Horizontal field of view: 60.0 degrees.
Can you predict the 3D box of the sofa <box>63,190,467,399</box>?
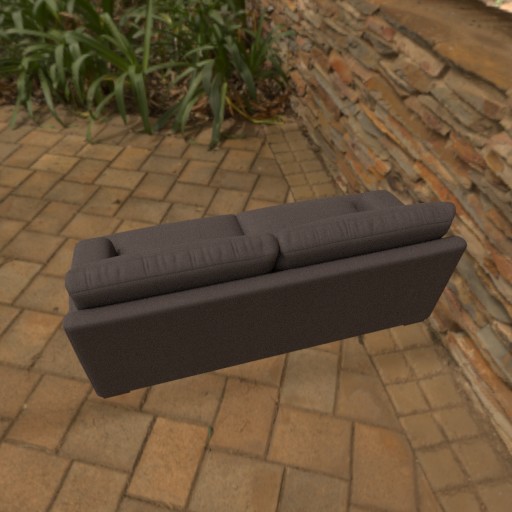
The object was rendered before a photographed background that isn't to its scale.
[{"bbox_3d":[0.000,0.000,2.882,2.271,0.950,1.140,-11,42,-12],"label":"sofa"}]
